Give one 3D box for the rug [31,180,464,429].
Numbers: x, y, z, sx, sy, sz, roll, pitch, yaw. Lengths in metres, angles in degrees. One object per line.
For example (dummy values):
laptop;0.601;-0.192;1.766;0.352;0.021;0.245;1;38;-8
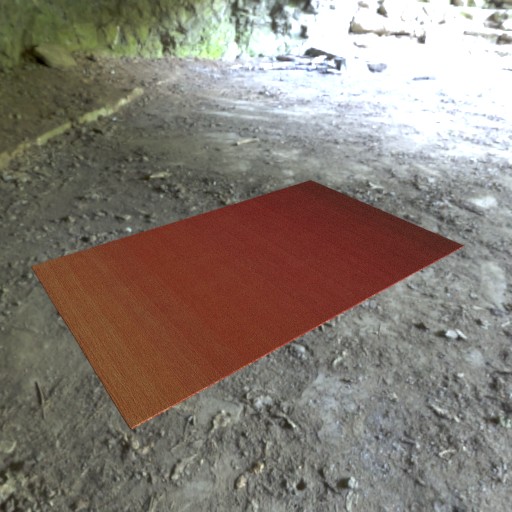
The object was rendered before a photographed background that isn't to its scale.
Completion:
rug;0.000;0.000;2.935;2.442;0.010;1.531;-22;37;-31
